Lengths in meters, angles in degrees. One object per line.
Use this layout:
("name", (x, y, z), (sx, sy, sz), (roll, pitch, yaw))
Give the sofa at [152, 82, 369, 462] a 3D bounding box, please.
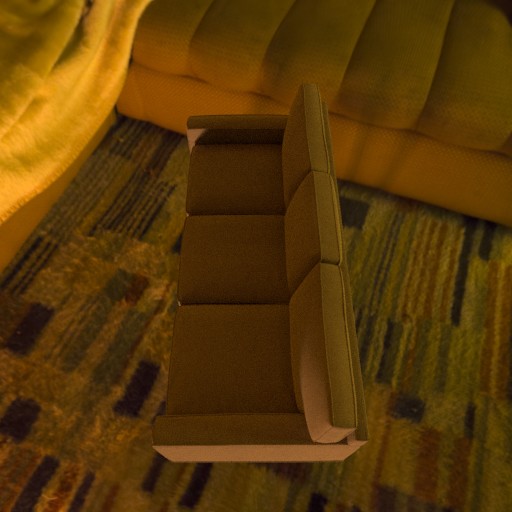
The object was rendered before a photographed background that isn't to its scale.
("sofa", (0.000, 0.000, 2.565), (0.936, 0.862, 2.093), (0, 59, 0))
